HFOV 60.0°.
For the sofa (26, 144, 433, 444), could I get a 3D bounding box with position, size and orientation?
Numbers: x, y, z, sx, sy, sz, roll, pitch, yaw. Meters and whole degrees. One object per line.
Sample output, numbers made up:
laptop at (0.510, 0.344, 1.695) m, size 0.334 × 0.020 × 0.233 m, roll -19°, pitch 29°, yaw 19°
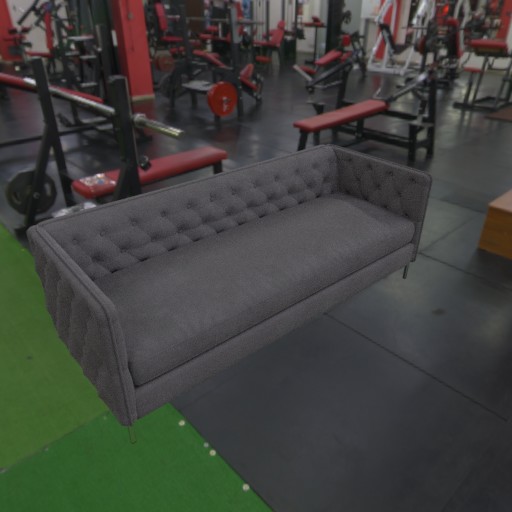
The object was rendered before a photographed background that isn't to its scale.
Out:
sofa at (0.000, 0.000, 2.616) m, size 2.209 × 0.771 × 0.895 m, roll -23°, pitch 38°, yaw -33°
